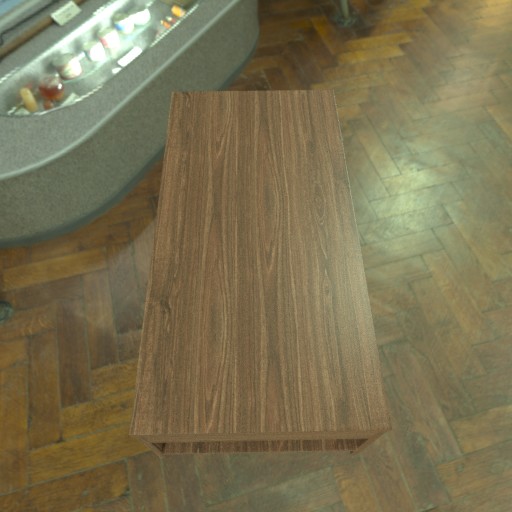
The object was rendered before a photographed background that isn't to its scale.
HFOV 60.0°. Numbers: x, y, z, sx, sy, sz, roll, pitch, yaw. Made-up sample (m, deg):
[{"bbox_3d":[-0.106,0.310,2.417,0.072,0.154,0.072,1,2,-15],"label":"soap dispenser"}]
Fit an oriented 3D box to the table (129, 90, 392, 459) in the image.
[{"bbox_3d":[0.000,0.000,1.498,0.600,0.400,1.200,-1,58,-1],"label":"table"}]
